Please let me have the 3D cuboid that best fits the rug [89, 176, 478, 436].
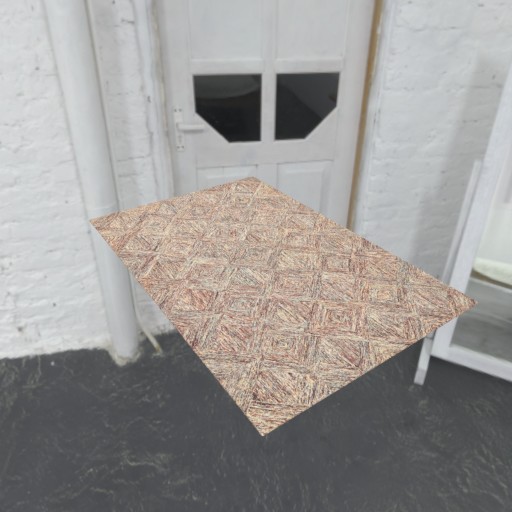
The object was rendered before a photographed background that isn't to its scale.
[{"bbox_3d":[0.000,0.000,2.971,1.523,0.019,2.285,-20,38,-29],"label":"rug"}]
